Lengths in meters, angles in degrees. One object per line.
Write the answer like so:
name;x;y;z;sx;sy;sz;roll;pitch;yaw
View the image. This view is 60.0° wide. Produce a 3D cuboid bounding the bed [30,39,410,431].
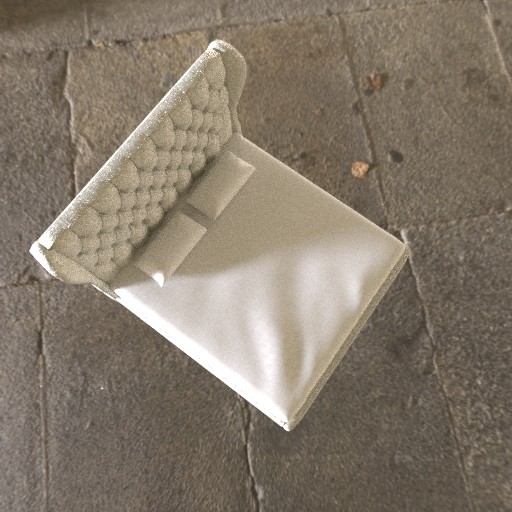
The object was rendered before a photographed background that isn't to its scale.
bed;0.000;0.000;3.923;2.347;1.771;2.219;35;78;8
